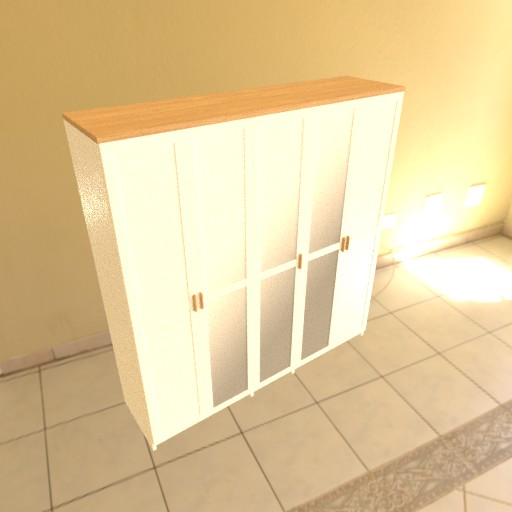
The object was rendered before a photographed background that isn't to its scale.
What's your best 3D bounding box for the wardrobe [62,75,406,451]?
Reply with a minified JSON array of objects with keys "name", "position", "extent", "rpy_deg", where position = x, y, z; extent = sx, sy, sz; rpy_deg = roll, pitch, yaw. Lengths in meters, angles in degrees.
[{"name":"wardrobe","position":[0.000,0.000,3.310],"extent":[2.160,2.260,0.590],"rpy_deg":[-20,36,-30]}]
